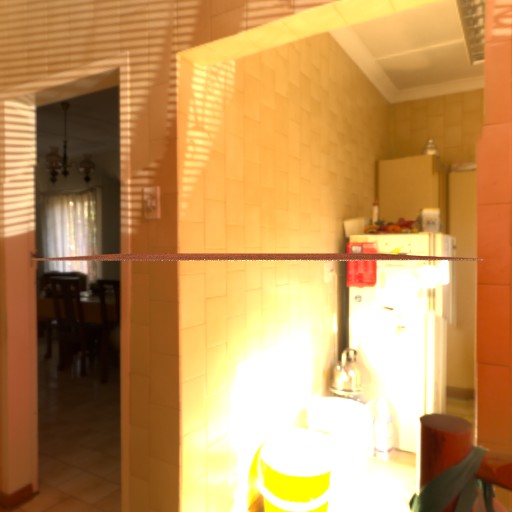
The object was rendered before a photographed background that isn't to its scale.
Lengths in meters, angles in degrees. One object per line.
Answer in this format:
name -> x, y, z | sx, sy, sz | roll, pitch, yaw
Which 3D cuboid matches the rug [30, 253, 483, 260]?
rug -> 0.000, 0.000, 4.190 | 3.057, 0.013, 2.434 | 0, 1, 0
